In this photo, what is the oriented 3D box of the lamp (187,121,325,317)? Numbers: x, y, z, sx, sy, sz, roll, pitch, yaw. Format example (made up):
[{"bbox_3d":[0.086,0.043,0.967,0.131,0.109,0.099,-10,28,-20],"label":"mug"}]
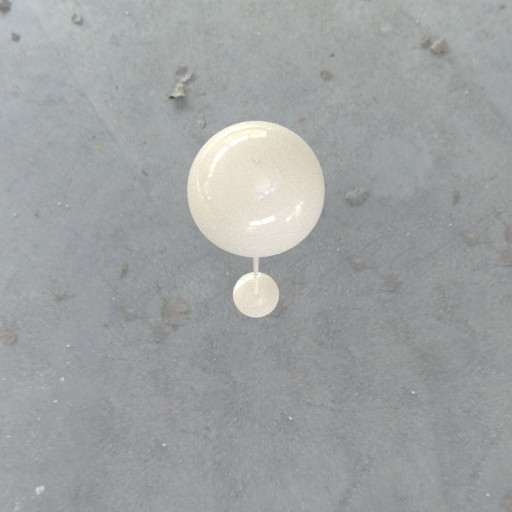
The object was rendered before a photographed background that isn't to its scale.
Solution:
[{"bbox_3d":[0.000,0.000,1.614,0.328,1.480,0.328,-32,77,-8],"label":"lamp"}]
